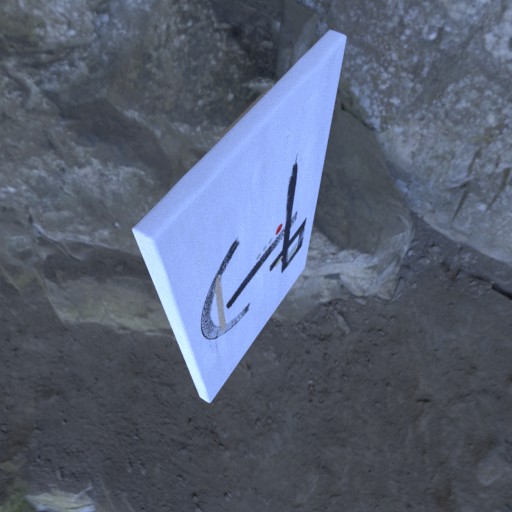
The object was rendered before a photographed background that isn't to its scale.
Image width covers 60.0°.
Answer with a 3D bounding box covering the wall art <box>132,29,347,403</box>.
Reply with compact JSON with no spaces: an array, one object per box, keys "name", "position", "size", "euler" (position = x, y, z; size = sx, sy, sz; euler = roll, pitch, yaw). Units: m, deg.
[{"name":"wall art","position":[0.000,0.000,1.153],"size":[0.048,0.916,0.602],"euler":[29,62,17]}]
